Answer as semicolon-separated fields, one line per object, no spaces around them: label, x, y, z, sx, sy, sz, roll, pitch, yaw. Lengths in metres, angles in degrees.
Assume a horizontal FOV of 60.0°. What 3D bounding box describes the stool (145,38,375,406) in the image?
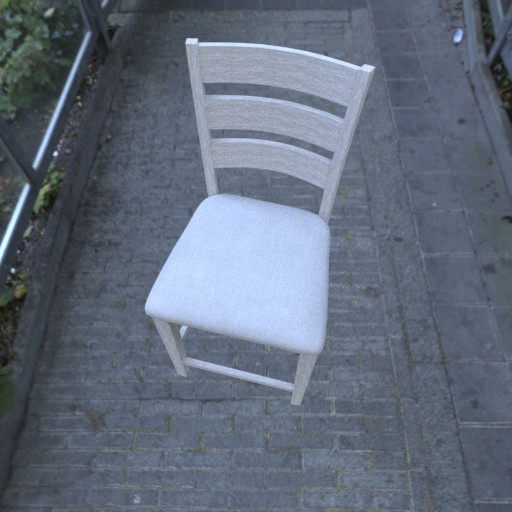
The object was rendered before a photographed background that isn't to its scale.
stool;0.000;0.000;1.331;0.484;1.032;0.569;12;59;7
